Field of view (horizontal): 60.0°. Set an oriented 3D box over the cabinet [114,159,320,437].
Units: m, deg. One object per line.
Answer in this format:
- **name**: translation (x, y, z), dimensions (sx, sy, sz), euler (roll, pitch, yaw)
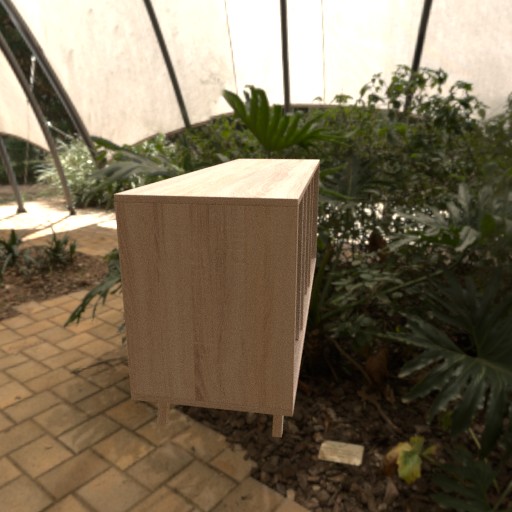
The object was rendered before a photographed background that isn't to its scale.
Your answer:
- **cabinet**: translation (0.000, 0.000, 2.049), dimensions (0.500, 0.780, 1.650), euler (3, 16, 9)
